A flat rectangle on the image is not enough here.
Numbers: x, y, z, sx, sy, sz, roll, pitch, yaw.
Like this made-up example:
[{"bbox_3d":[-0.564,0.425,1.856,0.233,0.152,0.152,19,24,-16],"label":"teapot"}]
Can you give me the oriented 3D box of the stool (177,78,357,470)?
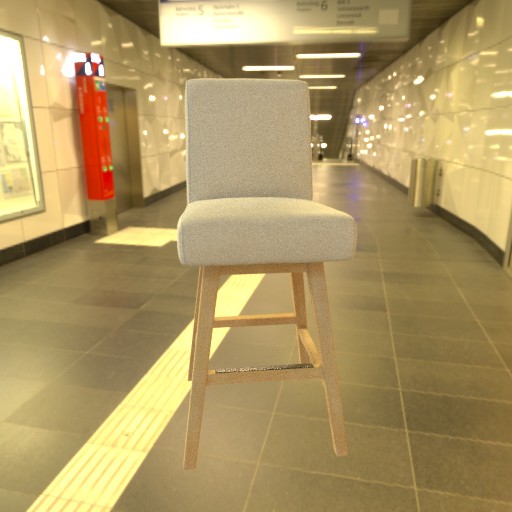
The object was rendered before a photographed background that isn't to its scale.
[{"bbox_3d":[0.000,0.000,1.295,0.446,1.015,0.543,-2,16,-7],"label":"stool"}]
